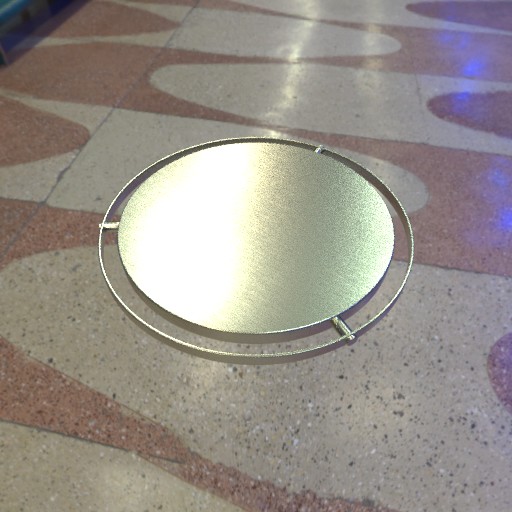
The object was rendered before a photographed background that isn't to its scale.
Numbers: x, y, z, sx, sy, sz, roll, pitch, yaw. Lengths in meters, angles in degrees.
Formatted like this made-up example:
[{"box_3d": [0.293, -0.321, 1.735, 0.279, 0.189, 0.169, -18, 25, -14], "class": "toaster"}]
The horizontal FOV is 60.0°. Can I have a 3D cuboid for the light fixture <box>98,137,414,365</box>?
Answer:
[{"box_3d": [0.000, 0.000, 0.564, 0.361, 0.130, 0.361, 0, 47, 0], "class": "light fixture"}]
